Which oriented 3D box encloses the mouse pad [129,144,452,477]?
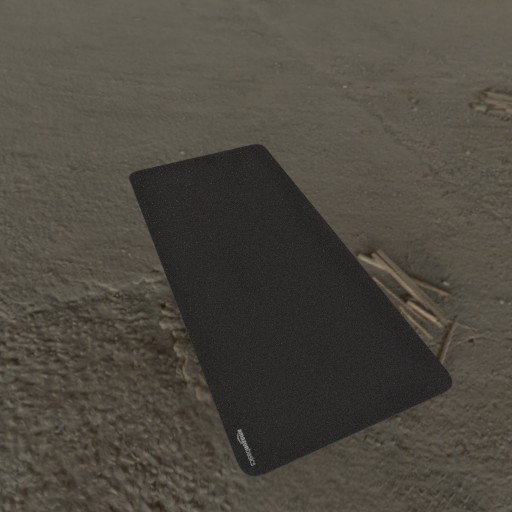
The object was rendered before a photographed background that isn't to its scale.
[{"bbox_3d":[0.000,0.000,1.045,0.424,0.003,0.907,-17,48,-16],"label":"mouse pad"}]
